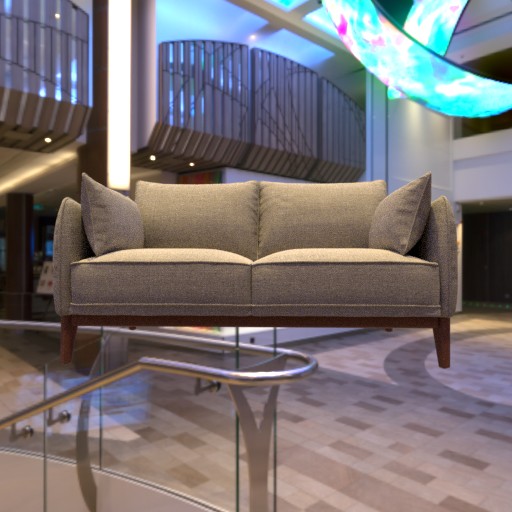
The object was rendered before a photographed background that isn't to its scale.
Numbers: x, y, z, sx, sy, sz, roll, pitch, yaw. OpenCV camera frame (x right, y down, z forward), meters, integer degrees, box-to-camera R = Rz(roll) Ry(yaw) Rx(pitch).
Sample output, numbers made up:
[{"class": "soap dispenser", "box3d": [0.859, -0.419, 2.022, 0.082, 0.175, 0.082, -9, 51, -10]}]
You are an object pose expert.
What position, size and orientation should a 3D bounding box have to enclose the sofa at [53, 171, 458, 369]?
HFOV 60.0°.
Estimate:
[{"class": "sofa", "box3d": [0.000, 0.000, 2.094, 1.580, 0.851, 0.972, 0, 0, 2]}]
